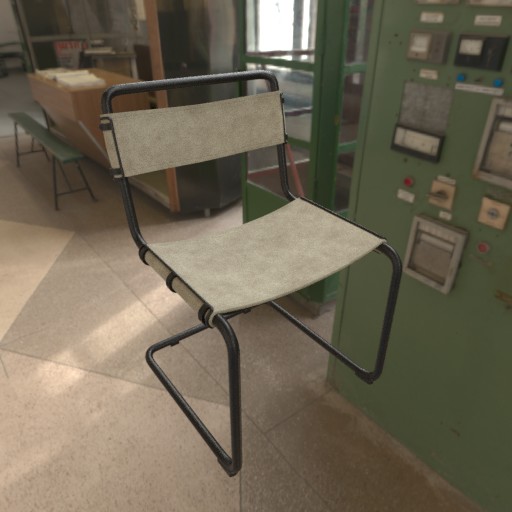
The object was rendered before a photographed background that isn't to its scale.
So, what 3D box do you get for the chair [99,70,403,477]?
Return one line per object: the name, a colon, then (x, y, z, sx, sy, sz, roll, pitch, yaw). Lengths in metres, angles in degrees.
chair: (0.000, 0.000, 1.054, 0.499, 0.747, 0.497, -20, 36, -31)
